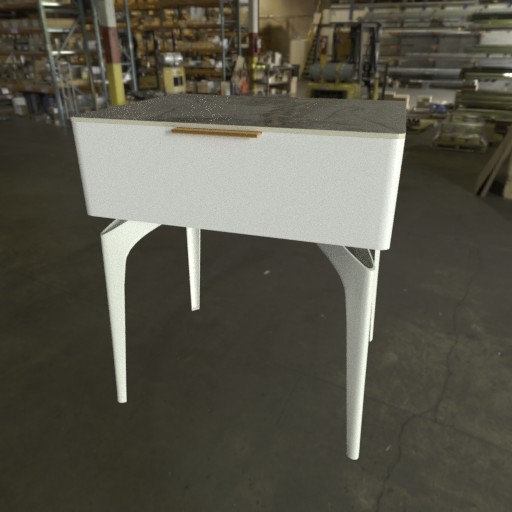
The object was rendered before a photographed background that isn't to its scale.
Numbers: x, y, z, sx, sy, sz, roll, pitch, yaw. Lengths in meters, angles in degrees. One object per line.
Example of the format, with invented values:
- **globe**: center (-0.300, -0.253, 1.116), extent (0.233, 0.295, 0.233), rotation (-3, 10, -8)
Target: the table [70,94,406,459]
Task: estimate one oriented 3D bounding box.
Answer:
- **table**: center (0.000, 0.000, 0.895), extent (0.500, 0.570, 0.400), rotation (8, 27, 15)
